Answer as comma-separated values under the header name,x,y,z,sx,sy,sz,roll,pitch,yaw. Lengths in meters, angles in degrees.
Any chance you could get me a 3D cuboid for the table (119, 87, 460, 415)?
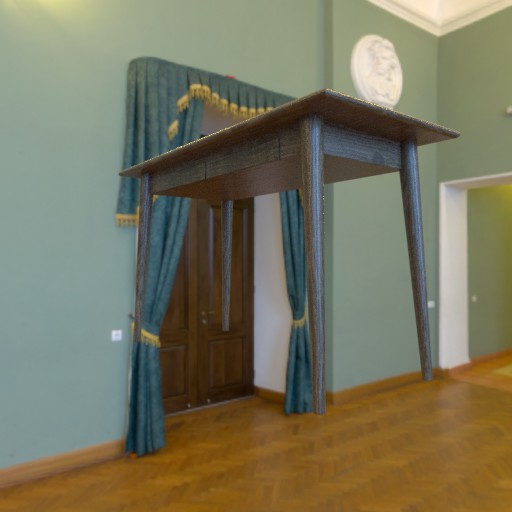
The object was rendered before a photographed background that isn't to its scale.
name,x,y,z,sx,sy,sz,roll,pitch,yaw
table,0.000,0.000,1.709,0.599,0.780,1.300,0,0,-37
